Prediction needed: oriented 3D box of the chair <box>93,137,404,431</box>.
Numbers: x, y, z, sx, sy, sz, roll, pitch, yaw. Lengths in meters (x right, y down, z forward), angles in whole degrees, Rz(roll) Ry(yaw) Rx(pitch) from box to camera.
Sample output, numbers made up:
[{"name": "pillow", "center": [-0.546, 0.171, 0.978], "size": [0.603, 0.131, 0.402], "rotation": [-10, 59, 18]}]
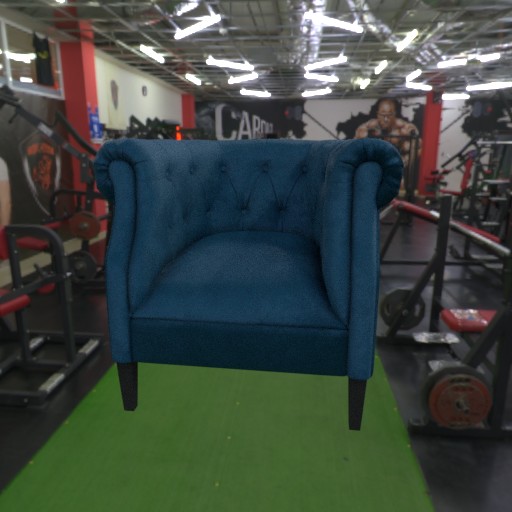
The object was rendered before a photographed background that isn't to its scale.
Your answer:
[{"name": "chair", "center": [0.000, 0.000, 1.605], "size": [0.904, 0.826, 0.851], "rotation": [2, 14, 8]}]
